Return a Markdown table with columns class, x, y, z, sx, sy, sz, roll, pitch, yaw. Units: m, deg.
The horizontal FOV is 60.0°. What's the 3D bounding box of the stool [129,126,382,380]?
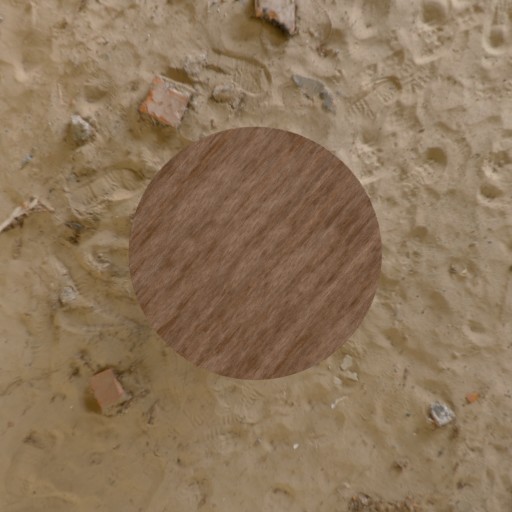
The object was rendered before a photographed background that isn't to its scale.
| class | x | y | z | sx | sy | sz | roll | pitch | yaw |
| --- | --- | --- | --- | --- | --- | --- | --- | --- | --- |
| stool | 0.000 | 0.000 | 0.913 | 0.439 | 0.609 | 0.439 | 0 | 89 | 0 |
